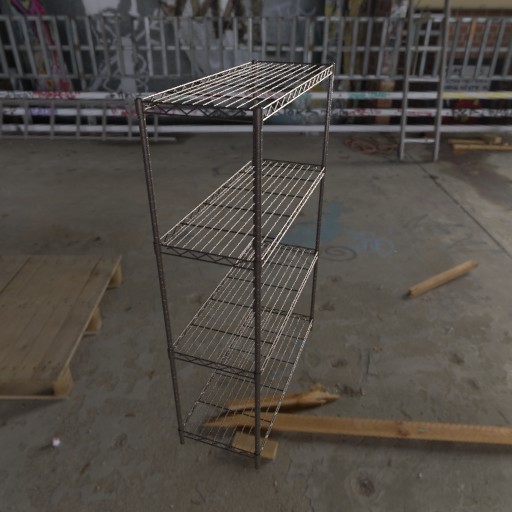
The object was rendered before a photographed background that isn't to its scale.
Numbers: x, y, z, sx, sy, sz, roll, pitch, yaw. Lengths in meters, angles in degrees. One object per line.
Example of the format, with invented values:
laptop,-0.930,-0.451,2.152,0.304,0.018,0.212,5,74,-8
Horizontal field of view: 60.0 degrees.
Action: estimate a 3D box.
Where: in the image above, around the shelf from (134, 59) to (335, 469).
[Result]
shelf,0.000,0.000,1.798,0.352,1.361,0.907,10,32,17
